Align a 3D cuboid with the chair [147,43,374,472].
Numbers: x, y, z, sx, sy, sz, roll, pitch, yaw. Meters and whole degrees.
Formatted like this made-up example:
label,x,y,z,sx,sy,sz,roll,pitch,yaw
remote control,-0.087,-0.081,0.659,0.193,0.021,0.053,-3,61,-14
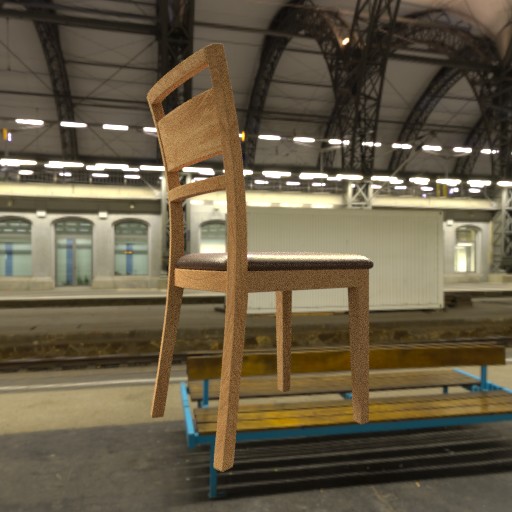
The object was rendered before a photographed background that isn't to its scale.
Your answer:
label,x,y,z,sx,sy,sz,roll,pitch,yaw
chair,0.000,0.000,1.266,0.545,0.940,0.420,0,0,-34
